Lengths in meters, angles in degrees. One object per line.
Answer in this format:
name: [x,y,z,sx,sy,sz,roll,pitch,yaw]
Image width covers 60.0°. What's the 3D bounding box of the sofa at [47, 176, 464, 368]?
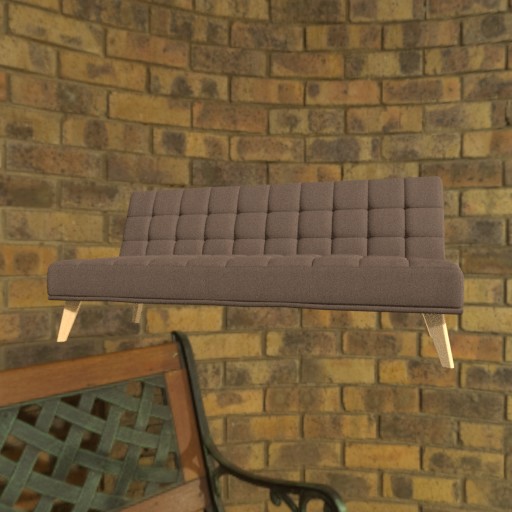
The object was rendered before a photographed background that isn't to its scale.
sofa: [0.000,0.000,2.210,1.800,0.810,0.860,0,0,17]
